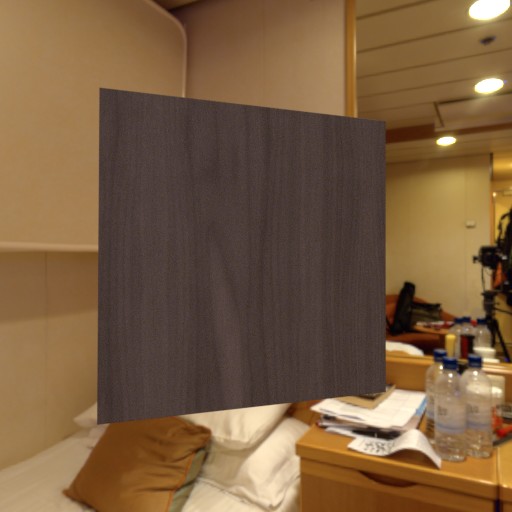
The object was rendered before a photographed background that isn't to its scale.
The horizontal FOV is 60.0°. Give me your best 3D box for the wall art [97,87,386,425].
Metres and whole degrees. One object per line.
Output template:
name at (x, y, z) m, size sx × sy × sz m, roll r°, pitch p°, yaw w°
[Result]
wall art at (0.000, 0.000, 0.755) m, size 0.508 × 0.507 × 0.016 m, roll 0°, pitch 0°, yaw -19°
